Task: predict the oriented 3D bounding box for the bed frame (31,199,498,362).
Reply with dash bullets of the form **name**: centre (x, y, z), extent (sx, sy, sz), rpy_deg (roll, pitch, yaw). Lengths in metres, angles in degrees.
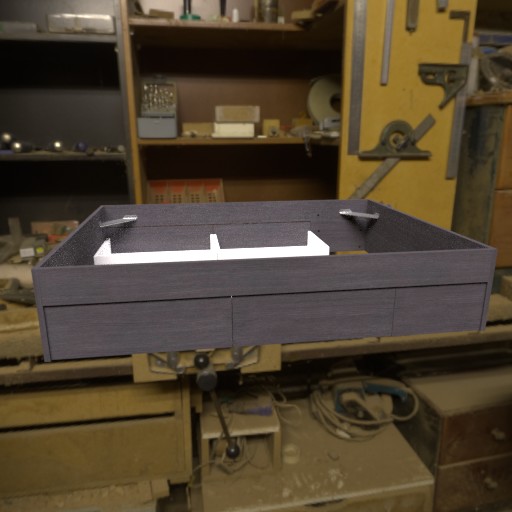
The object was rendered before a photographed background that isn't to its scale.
- **bed frame**: centre (0.000, 0.000, 2.563), extent (1.944, 0.459, 1.448), rpy_deg (-2, 16, -8)
